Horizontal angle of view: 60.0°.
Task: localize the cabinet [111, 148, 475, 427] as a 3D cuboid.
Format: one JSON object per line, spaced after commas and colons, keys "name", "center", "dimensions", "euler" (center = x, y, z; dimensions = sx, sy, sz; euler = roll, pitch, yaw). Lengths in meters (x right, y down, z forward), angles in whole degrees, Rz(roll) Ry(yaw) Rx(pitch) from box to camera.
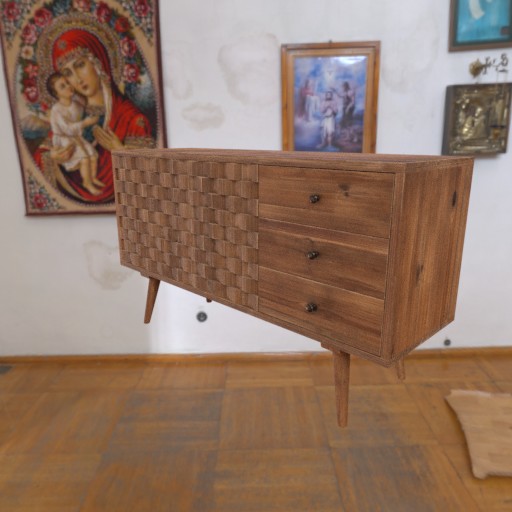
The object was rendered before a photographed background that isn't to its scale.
{"name": "cabinet", "center": [0.000, 0.000, 1.760], "dimensions": [1.400, 0.800, 0.472], "euler": [14, 21, 43]}
